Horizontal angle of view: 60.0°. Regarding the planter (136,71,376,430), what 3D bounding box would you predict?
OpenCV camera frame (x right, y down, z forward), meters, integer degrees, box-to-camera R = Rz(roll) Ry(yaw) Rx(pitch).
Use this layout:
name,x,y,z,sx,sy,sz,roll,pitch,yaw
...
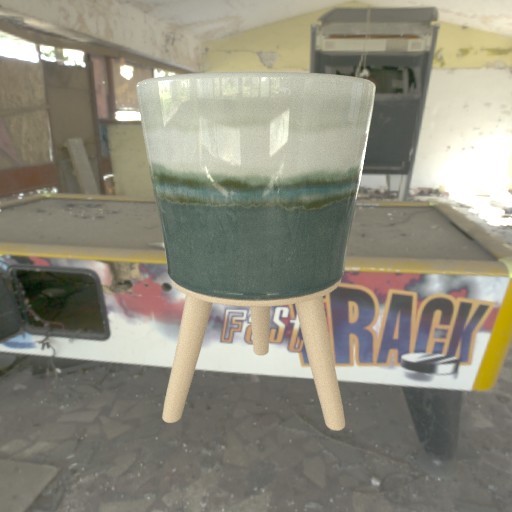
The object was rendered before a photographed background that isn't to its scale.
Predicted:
name,x,y,z,sx,sy,sz,roll,pitch,yaw
planter,0.000,0.000,0.458,0.217,0.331,0.217,-15,22,-41
